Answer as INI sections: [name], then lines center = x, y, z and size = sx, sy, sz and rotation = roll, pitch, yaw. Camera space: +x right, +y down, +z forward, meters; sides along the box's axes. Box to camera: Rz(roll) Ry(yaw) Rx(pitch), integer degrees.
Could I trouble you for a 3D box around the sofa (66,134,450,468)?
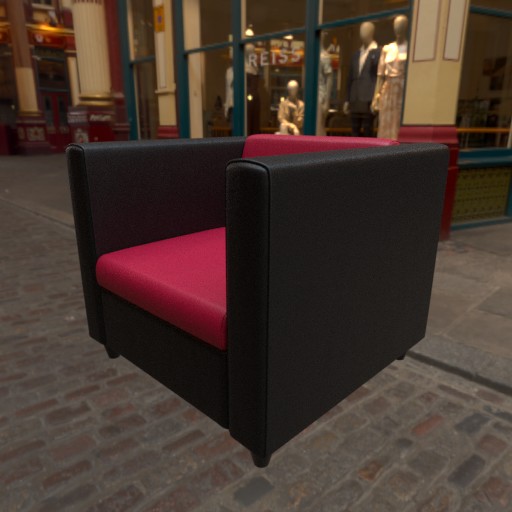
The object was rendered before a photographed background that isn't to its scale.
[sofa]
center = 0.000, 0.000, 1.413
size = 0.839, 0.724, 0.809
rotation = 16, 24, 42
